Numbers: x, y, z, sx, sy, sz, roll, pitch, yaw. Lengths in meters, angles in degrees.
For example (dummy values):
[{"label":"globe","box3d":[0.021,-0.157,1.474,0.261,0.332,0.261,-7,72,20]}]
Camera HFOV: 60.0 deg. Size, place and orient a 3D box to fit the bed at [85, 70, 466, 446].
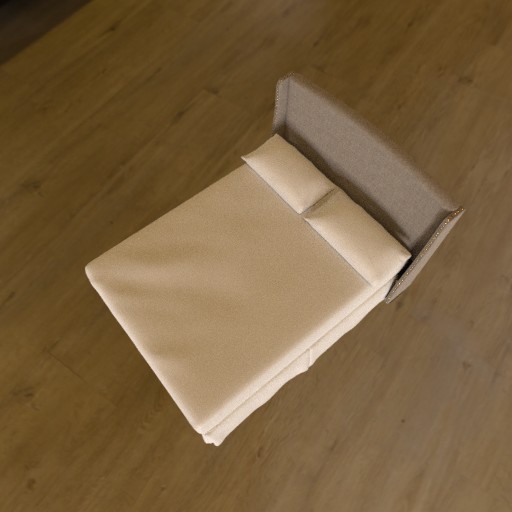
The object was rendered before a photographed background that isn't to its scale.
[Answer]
[{"label":"bed","box3d":[0.000,0.000,3.444,2.237,1.407,1.710,-36,68,-17]}]
